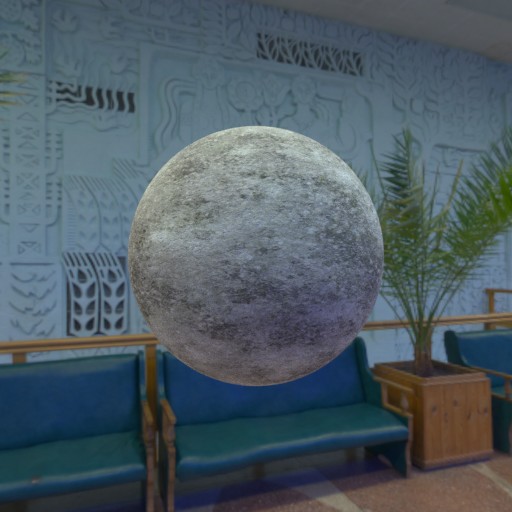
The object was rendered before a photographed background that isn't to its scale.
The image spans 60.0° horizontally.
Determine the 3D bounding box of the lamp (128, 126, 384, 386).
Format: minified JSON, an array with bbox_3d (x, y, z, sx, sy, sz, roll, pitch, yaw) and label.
[{"bbox_3d":[0.000,0.000,0.760,0.422,0.429,0.422,0,-1,0],"label":"lamp"}]
